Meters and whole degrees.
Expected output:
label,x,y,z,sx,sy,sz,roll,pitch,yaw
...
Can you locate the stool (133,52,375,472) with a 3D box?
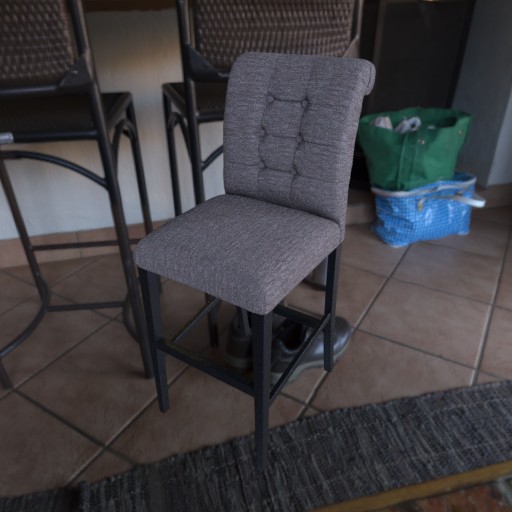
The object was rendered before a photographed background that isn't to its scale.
label,x,y,z,sx,sy,sz,roll,pitch,yaw
stool,0.000,0.000,1.408,0.452,1.131,0.613,18,34,28
